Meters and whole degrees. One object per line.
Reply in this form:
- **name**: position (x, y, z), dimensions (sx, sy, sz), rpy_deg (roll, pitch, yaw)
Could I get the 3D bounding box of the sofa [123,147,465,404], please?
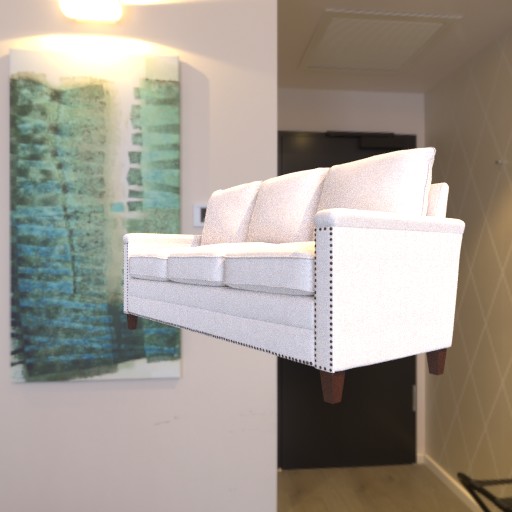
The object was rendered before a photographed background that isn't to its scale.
- **sofa**: position (0.000, 0.000, 2.389), dimensions (0.828, 0.961, 1.925), rpy_deg (0, 0, -36)
